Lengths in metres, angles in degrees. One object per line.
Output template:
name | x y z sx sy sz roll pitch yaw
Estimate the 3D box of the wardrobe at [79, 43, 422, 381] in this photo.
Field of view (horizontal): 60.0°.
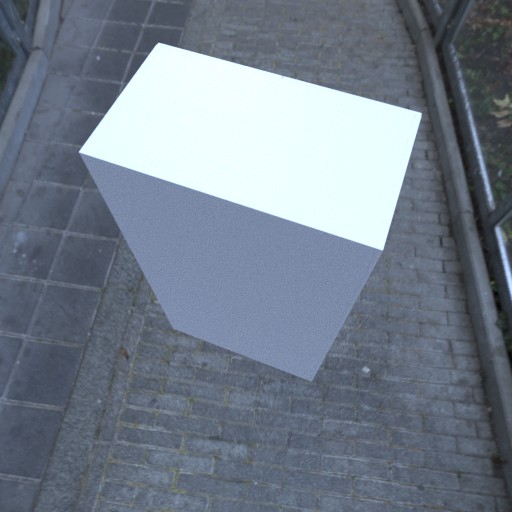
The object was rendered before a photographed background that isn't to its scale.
wardrobe | 0.000 0.000 2.258 0.991 1.808 0.577 19 64 9
